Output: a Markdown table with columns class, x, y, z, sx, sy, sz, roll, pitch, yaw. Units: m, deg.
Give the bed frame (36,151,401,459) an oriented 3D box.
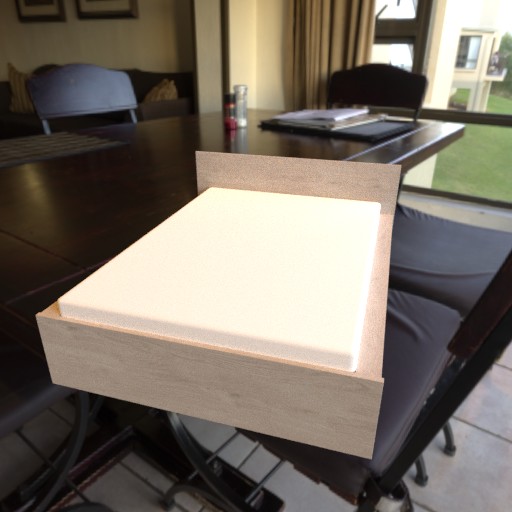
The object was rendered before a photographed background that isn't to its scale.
| class | x | y | z | sx | sy | sz | roll | pitch | yaw |
| --- | --- | --- | --- | --- | --- | --- | --- | --- | --- |
| bed frame | 0.000 | 0.000 | 2.774 | 1.622 | 0.800 | 1.960 | 7 | 26 | 15 |
